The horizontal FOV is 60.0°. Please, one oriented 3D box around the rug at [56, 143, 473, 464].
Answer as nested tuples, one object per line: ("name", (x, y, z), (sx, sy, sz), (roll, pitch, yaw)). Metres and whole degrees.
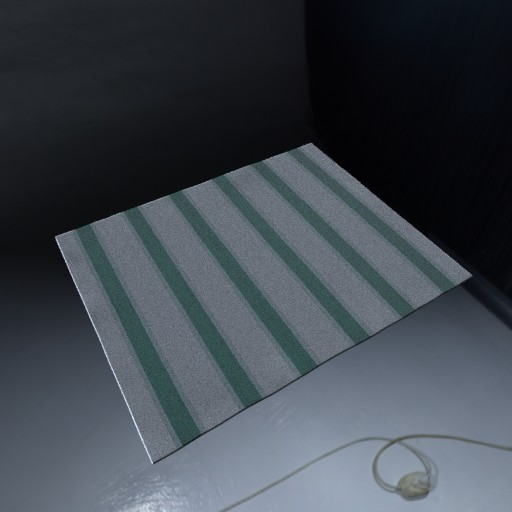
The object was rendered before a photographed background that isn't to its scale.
("rug", (0.000, 0.000, 4.094), (3.041, 0.019, 2.434), (-24, 52, -20))
